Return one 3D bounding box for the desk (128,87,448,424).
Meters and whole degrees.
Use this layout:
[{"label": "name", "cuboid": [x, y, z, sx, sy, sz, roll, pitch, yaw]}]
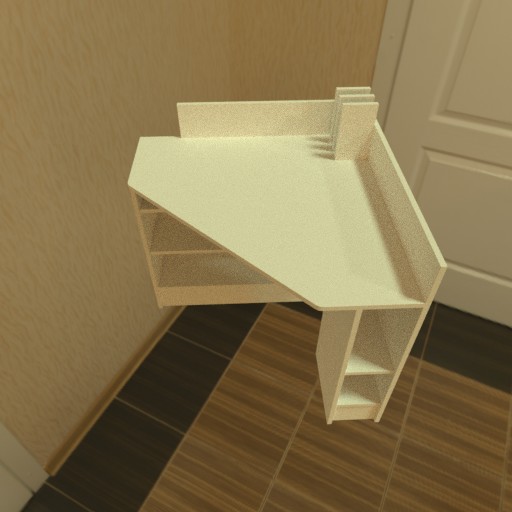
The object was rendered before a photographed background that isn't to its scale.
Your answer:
[{"label": "desk", "cuboid": [0.000, 0.000, 1.741, 0.940, 0.986, 0.940, -2, 45, -2]}]
